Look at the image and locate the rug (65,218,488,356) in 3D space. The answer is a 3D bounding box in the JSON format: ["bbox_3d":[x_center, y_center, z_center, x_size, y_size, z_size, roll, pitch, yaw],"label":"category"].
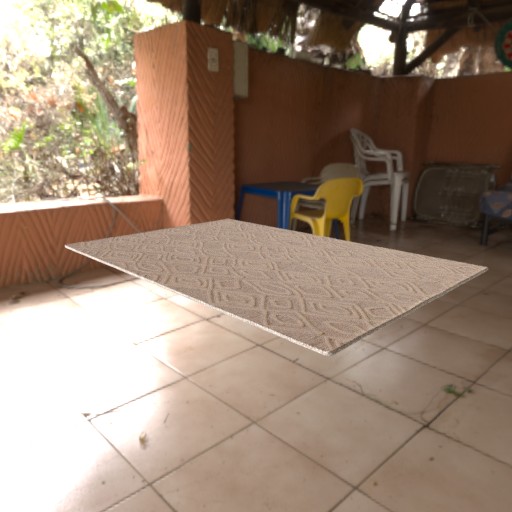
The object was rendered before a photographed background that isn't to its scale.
[{"bbox_3d":[0.000,0.000,2.263,1.224,0.016,1.832,-14,20,-43],"label":"rug"}]
